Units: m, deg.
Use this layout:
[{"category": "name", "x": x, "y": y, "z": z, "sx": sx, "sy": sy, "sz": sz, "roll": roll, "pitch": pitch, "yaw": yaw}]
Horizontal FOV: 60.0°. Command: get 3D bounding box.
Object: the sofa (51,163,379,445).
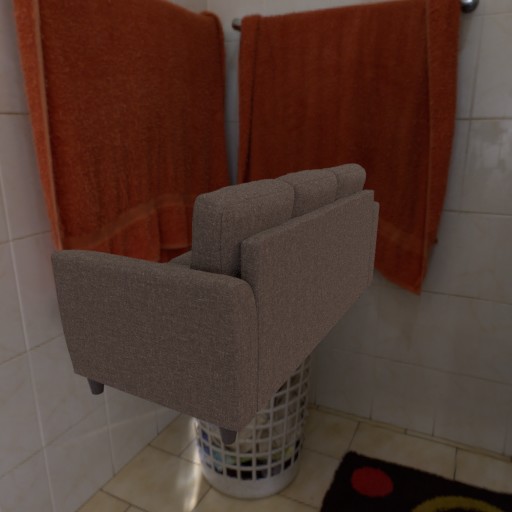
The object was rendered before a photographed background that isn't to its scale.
[{"category": "sofa", "x": 0.000, "y": 0.000, "z": 2.326, "sx": 0.837, "sy": 0.891, "sz": 1.847, "roll": 8, "pitch": 18, "yaw": 27}]
